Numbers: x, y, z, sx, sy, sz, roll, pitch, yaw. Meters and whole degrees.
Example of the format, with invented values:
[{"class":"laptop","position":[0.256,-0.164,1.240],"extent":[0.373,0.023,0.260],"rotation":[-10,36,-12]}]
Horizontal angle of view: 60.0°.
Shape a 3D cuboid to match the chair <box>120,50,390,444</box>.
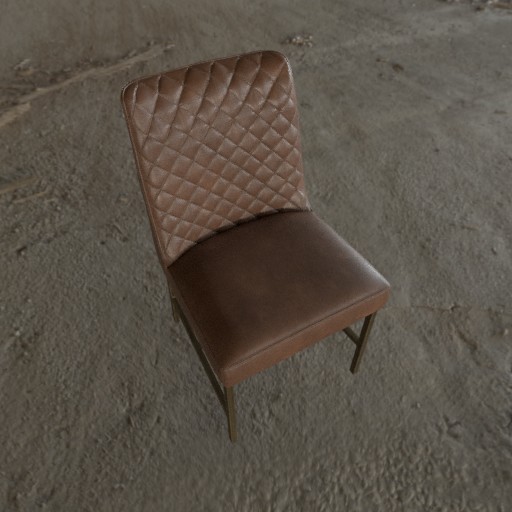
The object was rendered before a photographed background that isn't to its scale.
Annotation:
[{"class":"chair","position":[0.000,0.000,1.253],"extent":[0.508,0.889,0.587],"rotation":[-23,50,-20]}]
